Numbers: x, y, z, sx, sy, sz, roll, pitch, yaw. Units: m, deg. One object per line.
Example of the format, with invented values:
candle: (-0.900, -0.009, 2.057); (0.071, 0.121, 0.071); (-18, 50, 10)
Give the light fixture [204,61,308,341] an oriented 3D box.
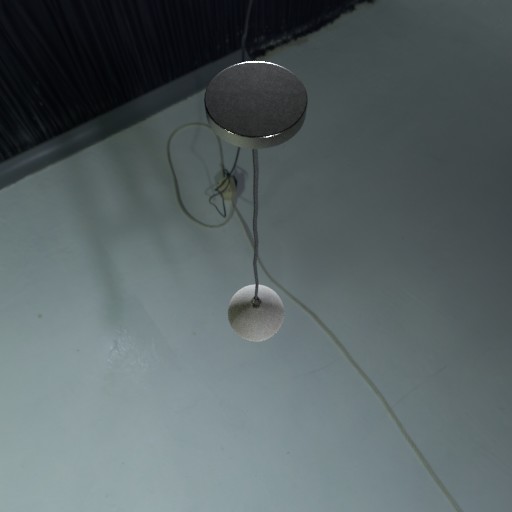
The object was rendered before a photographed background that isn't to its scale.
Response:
light fixture: (0.000, 0.000, 0.816); (0.139, 0.764, 0.139); (-36, 69, -16)
